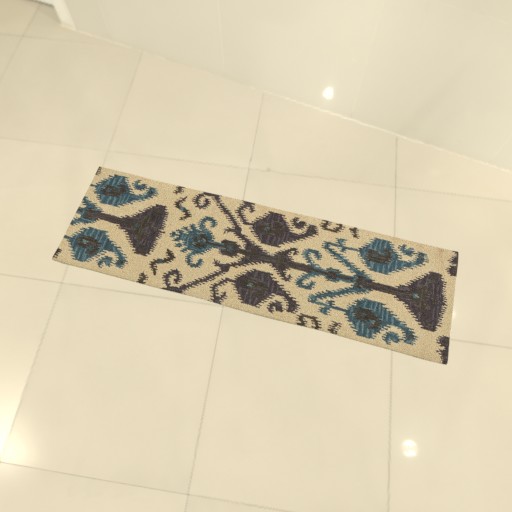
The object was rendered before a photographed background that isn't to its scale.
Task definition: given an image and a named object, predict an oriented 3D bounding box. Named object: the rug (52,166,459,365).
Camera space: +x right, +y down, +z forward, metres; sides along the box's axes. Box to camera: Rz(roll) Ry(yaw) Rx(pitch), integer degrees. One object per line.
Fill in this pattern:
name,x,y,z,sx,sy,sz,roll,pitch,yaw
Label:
rug,0.000,0.000,2.610,2.301,0.017,0.692,14,67,6
